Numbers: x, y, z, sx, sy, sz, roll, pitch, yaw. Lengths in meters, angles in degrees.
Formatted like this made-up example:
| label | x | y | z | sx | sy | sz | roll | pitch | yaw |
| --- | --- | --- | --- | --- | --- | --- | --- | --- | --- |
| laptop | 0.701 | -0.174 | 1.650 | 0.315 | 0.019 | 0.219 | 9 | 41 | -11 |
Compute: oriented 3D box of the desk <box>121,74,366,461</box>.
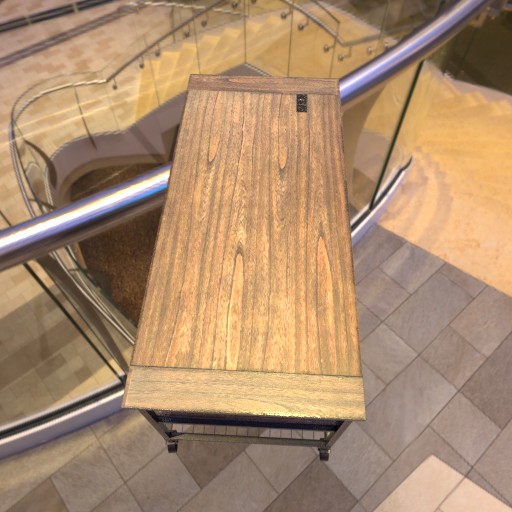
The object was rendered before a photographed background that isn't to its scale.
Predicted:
| label | x | y | z | sx | sy | sz | roll | pitch | yaw |
| --- | --- | --- | --- | --- | --- | --- | --- | --- | --- |
| desk | 0.000 | 0.000 | 2.012 | 0.711 | 0.751 | 1.590 | 2 | 58 | 2 |
